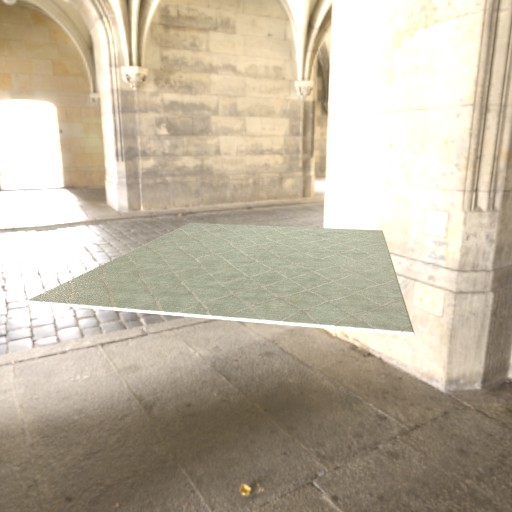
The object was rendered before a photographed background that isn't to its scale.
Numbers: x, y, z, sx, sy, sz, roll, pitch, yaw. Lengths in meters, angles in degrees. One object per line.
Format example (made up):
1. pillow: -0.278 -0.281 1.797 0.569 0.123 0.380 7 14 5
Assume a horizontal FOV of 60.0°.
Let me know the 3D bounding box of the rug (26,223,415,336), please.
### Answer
1. rug: 0.000 0.000 4.085 2.420 0.019 3.039 3 14 12
